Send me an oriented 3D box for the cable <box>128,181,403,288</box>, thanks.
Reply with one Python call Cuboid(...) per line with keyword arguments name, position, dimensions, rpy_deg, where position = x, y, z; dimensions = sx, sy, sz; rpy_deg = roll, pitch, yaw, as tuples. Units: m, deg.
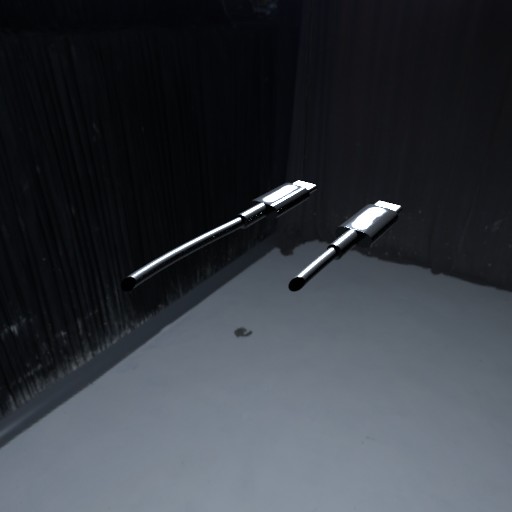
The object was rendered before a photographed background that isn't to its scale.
Cuboid(name="cable", position=(0.000, 0.000, 0.111), dimensions=(0.041, 0.005, 0.098), rpy_deg=(21, 36, 31))
